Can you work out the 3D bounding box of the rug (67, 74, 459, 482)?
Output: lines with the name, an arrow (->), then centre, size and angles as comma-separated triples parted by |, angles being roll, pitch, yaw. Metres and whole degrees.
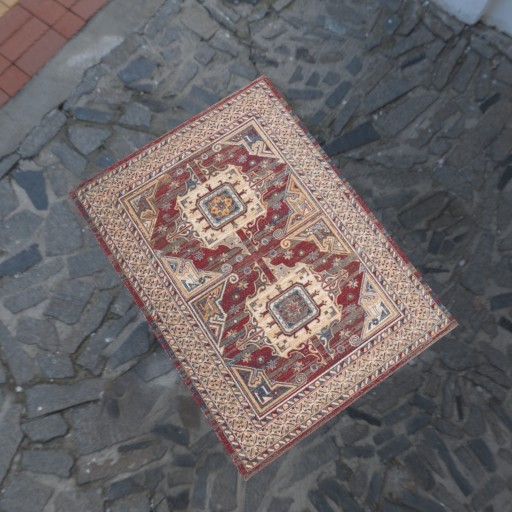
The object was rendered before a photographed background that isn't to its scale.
rug -> 0.000, 0.000, 4.264 | 2.381, 0.013, 3.197 | -33, 79, -8
